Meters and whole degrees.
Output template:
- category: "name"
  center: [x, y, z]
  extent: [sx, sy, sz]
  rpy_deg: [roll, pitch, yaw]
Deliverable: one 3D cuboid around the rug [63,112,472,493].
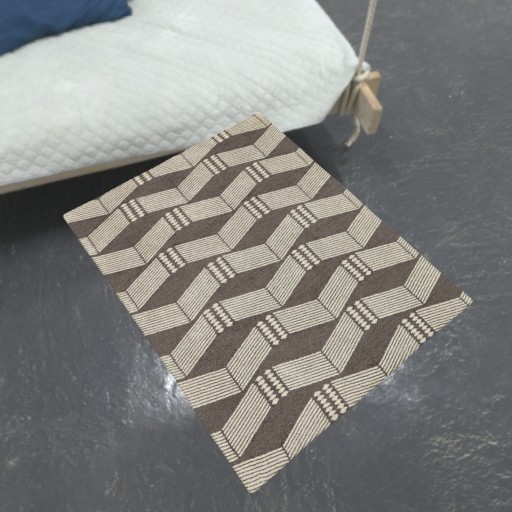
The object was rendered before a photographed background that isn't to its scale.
- category: "rug"
  center: [0.000, 0.000, 4.096]
  extent: [2.438, 0.016, 3.048]
  rpy_deg: [-33, 64, -19]
